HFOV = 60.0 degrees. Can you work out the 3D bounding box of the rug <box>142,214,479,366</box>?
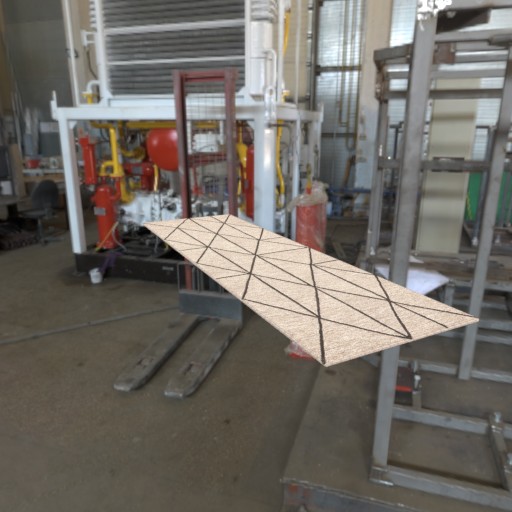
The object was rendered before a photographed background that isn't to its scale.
[{"bbox_3d":[0.000,0.000,2.652,0.762,0.012,2.438,-9,19,-26],"label":"rug"}]
